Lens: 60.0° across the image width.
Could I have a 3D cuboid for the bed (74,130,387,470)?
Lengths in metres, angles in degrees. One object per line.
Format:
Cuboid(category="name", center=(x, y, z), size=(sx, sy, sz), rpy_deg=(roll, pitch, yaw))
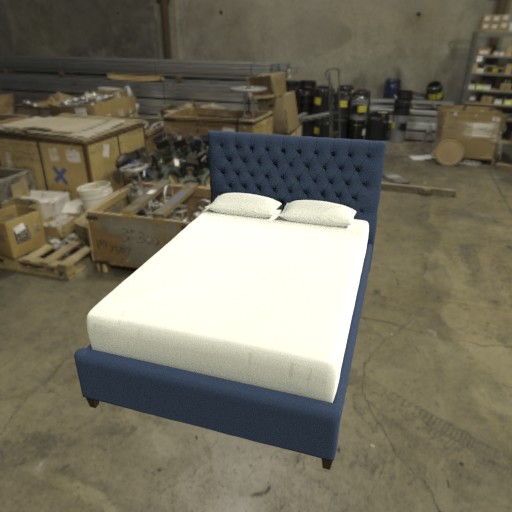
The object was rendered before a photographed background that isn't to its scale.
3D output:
Cuboid(category="bed", center=(0.000, 0.000, 3.461), size=(1.706, 1.427, 2.387), rpy_deg=(8, 28, 16))
